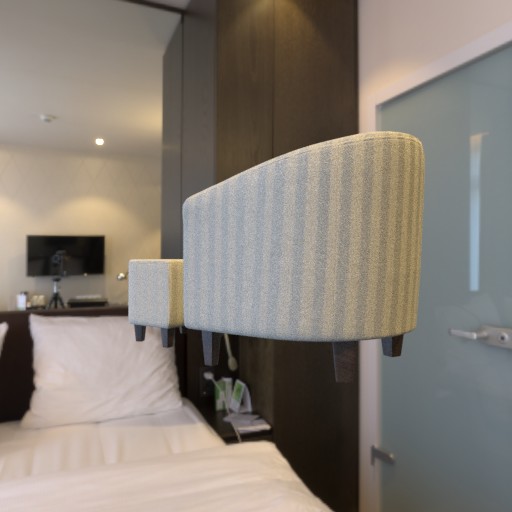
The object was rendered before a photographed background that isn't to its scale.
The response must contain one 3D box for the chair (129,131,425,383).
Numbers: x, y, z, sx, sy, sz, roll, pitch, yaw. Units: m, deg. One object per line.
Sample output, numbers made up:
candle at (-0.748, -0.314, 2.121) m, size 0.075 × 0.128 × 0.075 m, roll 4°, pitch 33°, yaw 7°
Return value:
chair at (0.000, 0.000, 1.784) m, size 1.288 × 0.757 × 0.756 m, roll 0°, pitch -1°, yaw 36°
